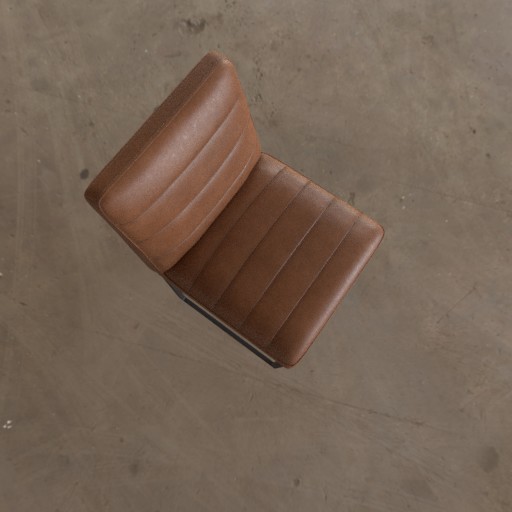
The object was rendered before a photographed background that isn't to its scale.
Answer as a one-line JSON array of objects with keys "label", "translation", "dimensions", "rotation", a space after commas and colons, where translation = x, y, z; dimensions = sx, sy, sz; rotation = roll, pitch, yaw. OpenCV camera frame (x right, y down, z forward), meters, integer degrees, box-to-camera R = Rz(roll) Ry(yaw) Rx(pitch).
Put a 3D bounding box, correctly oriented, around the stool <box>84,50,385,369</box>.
[{"label": "stool", "translation": [0.000, 0.000, 1.355], "dimensions": [0.556, 1.040, 0.458], "rotation": [35, 78, 9]}]
